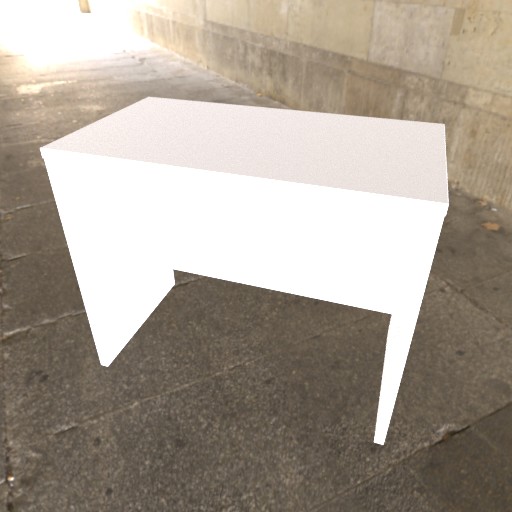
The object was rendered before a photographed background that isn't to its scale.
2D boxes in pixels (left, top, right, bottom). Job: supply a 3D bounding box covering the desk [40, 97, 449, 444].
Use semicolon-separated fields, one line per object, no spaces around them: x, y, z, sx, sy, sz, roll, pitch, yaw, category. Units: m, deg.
0.000;0.000;1.316;0.900;0.729;0.498;11;35;15;desk
